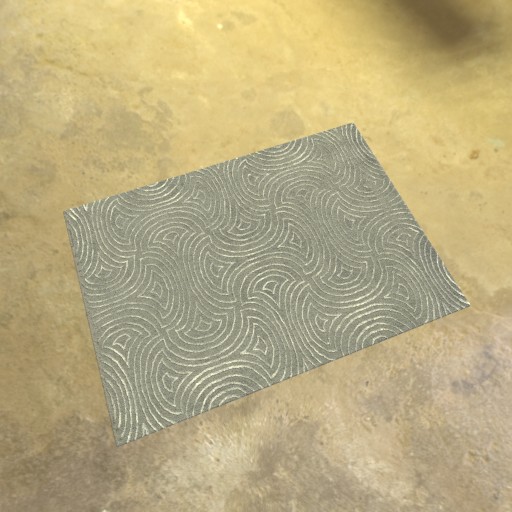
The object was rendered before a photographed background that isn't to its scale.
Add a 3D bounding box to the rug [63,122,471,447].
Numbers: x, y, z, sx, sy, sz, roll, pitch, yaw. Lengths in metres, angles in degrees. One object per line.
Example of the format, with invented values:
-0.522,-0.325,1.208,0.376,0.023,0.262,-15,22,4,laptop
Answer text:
0.000,0.000,2.787,2.144,0.015,1.543,-19,65,-9,rug
